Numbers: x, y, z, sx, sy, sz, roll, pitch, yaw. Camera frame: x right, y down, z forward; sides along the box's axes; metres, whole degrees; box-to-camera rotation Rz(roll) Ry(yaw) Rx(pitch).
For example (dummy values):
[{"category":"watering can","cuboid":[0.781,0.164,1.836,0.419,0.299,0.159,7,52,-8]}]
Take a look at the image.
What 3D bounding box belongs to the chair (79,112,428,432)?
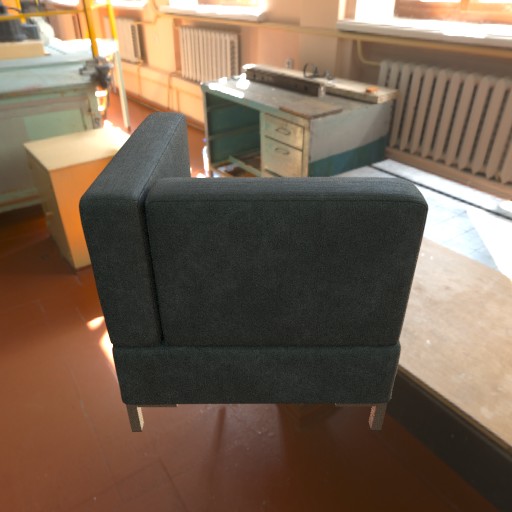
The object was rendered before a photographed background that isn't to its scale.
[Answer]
[{"category":"chair","cuboid":[0.000,0.000,1.238,0.680,0.660,0.680,0,32,0]}]
